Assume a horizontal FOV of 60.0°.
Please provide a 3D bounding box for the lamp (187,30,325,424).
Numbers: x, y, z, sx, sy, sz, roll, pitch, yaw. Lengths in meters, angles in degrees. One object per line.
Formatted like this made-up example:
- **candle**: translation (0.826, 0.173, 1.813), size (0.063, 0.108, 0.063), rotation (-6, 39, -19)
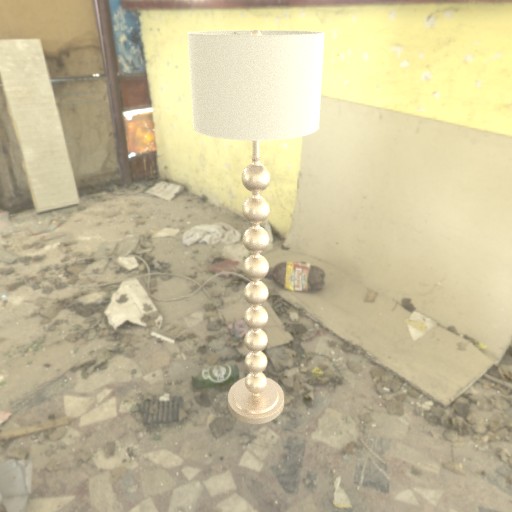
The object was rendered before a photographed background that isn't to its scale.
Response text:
- **lamp**: translation (0.000, 0.000, 1.621), size (0.394, 1.474, 0.394), rotation (-10, 30, -18)
